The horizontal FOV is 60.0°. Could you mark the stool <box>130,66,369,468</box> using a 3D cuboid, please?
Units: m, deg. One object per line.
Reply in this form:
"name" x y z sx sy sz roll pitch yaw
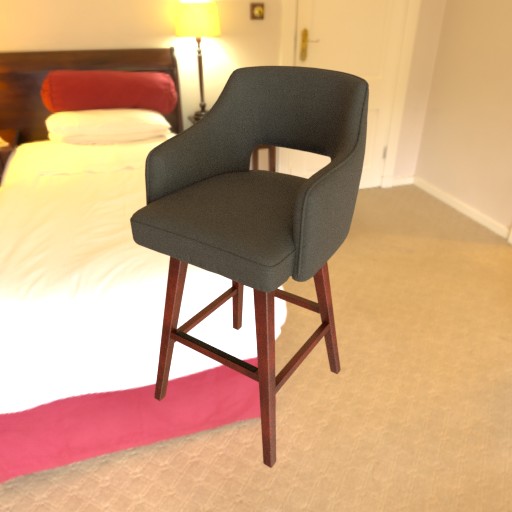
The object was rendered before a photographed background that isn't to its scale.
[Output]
"stool" 0.000 0.000 1.346 0.548 1.012 0.558 18 35 29
